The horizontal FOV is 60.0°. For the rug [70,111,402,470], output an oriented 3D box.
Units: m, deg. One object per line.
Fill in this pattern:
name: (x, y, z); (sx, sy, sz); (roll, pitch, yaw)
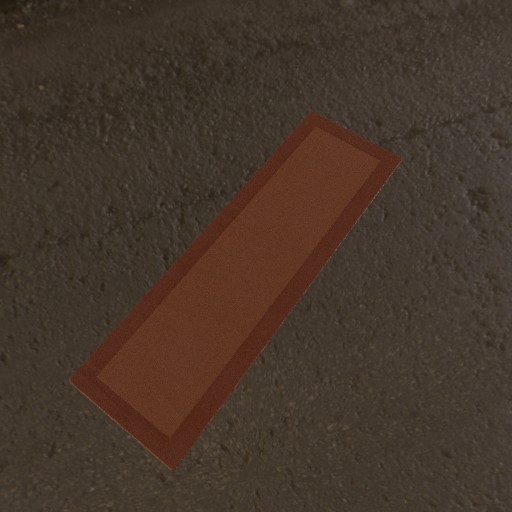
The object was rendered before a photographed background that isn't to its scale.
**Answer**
rug: (0.000, 0.000, 2.744); (0.914, 0.013, 2.471); (30, 67, 14)
